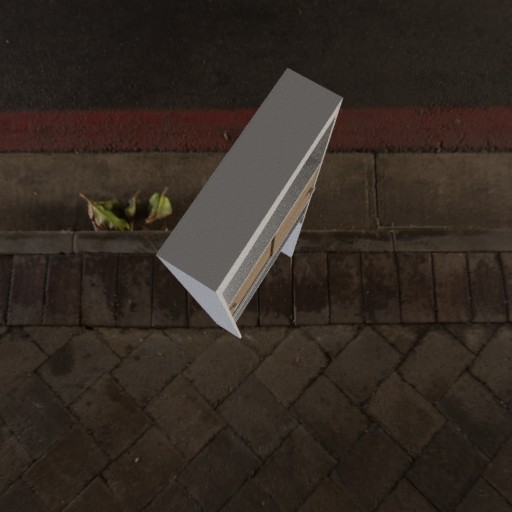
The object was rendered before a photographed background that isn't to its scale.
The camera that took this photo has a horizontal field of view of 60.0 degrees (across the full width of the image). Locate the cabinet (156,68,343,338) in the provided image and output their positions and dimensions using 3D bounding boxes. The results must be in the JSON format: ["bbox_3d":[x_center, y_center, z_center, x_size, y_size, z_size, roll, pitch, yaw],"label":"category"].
[{"bbox_3d":[0.000,0.000,2.028,0.192,1.770,0.643,31,78,7],"label":"cabinet"}]
